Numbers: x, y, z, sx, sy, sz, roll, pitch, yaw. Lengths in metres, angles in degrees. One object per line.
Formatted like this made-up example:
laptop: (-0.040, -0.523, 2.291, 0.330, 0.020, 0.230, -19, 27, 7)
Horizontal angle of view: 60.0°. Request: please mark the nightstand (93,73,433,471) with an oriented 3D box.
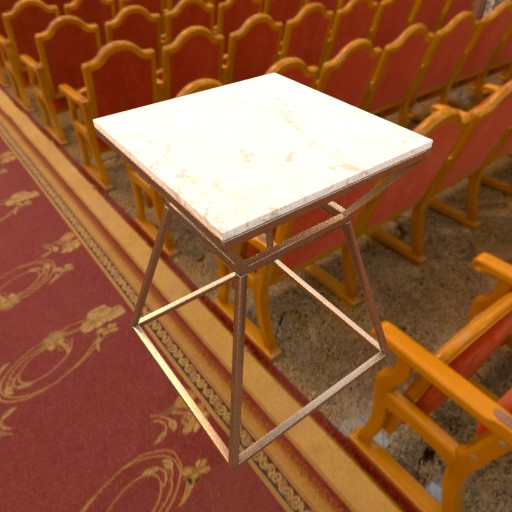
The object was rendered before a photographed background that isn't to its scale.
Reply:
nightstand: (0.000, 0.000, 0.917, 0.455, 0.554, 0.455, -26, 47, -27)
